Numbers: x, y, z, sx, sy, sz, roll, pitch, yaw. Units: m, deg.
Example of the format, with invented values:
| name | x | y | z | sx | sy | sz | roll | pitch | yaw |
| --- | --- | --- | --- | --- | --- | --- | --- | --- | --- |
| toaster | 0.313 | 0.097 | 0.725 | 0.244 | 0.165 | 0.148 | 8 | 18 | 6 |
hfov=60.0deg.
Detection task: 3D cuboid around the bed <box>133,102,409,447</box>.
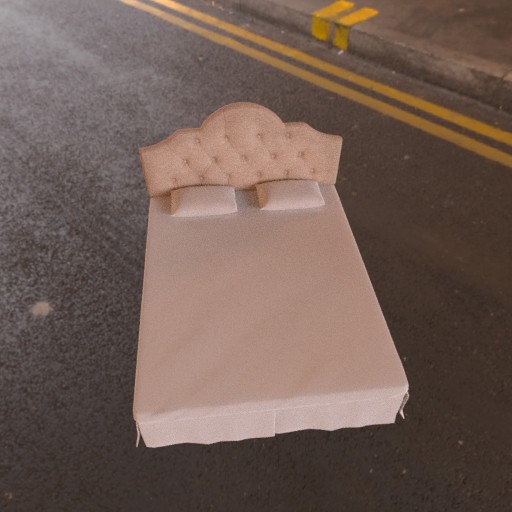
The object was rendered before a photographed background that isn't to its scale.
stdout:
| name | x | y | z | sx | sy | sz | roll | pitch | yaw |
| --- | --- | --- | --- | --- | --- | --- | --- | --- | --- |
| bed | 0.000 | 0.000 | 2.963 | 1.667 | 1.194 | 1.970 | -5 | 47 | -4 |
